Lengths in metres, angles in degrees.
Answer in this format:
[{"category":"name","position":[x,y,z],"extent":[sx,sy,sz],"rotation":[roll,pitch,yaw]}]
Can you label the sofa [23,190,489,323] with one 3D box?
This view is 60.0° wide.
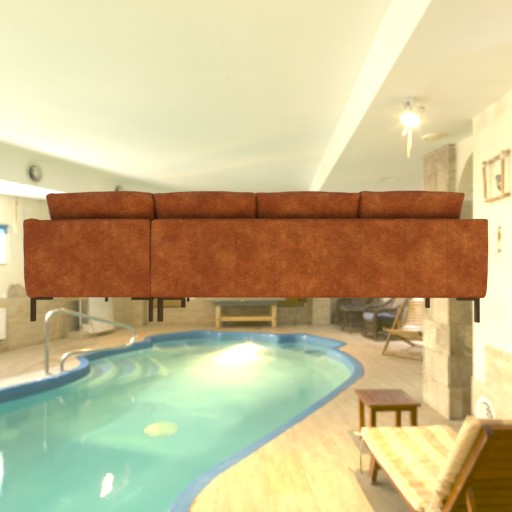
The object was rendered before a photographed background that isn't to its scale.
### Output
[{"category":"sofa","position":[0.000,0.000,3.544],"extent":[2.993,0.859,1.471],"rotation":[0,-1,1]}]
